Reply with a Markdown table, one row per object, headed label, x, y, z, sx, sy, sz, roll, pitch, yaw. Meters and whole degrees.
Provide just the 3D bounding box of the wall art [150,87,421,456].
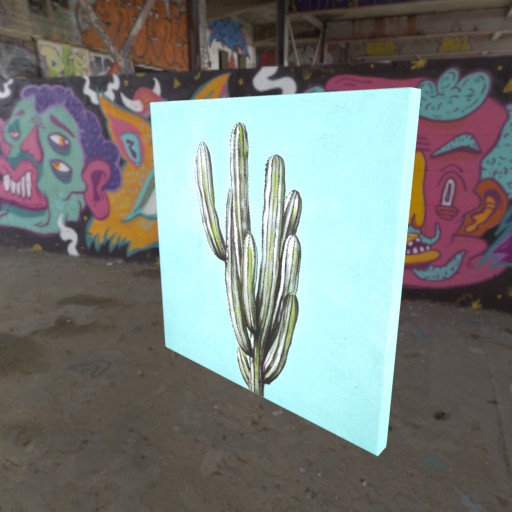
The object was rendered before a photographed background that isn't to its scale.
| label | x | y | z | sx | sy | sz | roll | pitch | yaw |
| --- | --- | --- | --- | --- | --- | --- | --- | --- | --- |
| wall art | 0.000 | 0.000 | 1.586 | 1.071 | 1.073 | 0.070 | 14 | 21 | 40 |
